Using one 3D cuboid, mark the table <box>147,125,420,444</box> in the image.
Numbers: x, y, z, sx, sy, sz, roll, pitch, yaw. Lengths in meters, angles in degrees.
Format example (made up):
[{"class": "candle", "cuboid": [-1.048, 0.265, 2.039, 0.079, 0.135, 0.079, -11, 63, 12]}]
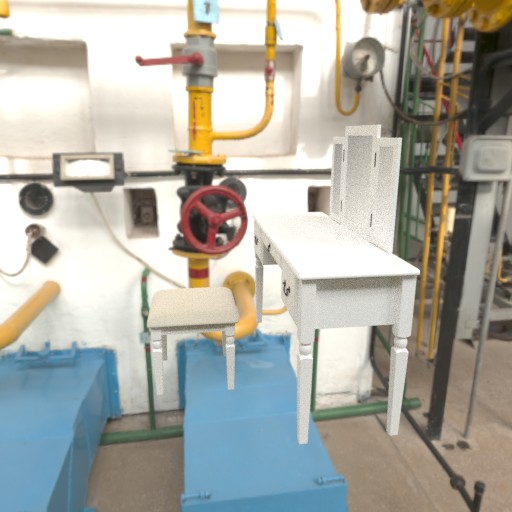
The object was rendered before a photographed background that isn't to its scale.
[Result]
[{"class": "table", "cuboid": [0.000, 0.000, 2.318, 1.115, 1.310, 1.369, -2, 15, -8]}]
